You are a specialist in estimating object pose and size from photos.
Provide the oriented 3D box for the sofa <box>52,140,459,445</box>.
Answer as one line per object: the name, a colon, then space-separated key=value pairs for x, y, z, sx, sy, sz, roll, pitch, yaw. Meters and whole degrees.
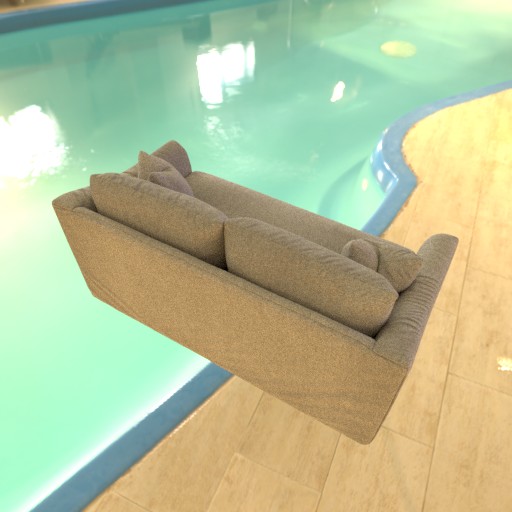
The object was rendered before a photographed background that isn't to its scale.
sofa: x=0.000 y=0.000 z=2.623 sx=2.010 sy=1.018 sz=1.072 roll=23 pitch=51 yaw=21
